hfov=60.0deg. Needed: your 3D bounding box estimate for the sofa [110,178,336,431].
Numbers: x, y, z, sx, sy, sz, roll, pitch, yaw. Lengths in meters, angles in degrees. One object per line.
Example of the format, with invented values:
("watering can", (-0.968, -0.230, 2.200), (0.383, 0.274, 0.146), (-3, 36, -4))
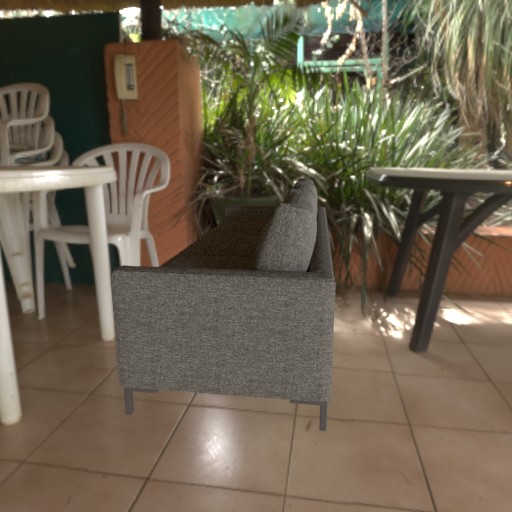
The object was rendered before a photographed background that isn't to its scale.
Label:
("sofa", (0.000, 0.000, 2.736), (0.876, 0.879, 2.253), (2, 13, 8))
